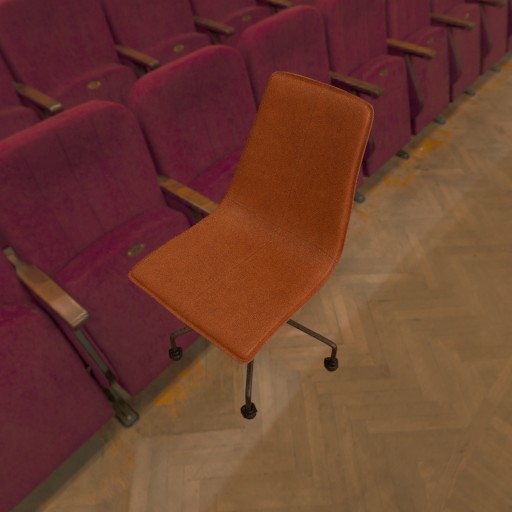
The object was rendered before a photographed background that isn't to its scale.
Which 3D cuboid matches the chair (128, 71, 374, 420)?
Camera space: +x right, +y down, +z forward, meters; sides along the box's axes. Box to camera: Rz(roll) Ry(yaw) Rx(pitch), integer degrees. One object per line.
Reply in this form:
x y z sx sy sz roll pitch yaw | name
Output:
0.000 0.000 1.404 0.651 0.920 0.660 31 53 27 | chair
